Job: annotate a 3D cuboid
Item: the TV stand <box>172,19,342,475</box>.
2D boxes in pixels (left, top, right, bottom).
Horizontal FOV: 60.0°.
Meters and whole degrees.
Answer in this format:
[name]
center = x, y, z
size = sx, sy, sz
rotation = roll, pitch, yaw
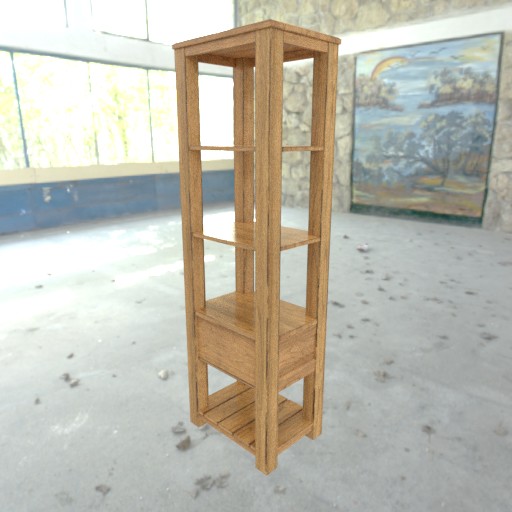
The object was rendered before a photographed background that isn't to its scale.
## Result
[TV stand]
center = 0.000, 0.000, 2.055
size = 0.565, 1.828, 0.435
rotation = 14, 20, 43
